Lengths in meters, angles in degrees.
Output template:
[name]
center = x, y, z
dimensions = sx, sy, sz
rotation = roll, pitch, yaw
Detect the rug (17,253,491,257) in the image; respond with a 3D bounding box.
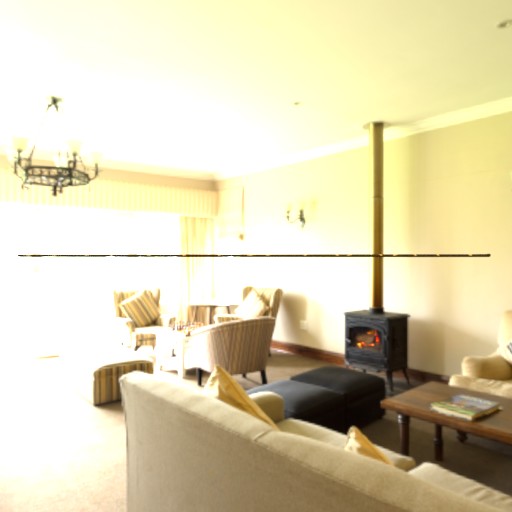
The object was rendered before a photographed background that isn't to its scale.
[rug]
center = 0.000, 0.000, 4.040
dimensions = 3.047, 0.022, 2.439
rotation = 0, 0, 2
